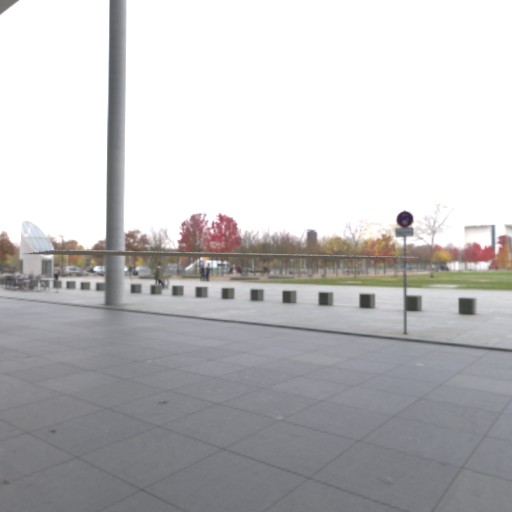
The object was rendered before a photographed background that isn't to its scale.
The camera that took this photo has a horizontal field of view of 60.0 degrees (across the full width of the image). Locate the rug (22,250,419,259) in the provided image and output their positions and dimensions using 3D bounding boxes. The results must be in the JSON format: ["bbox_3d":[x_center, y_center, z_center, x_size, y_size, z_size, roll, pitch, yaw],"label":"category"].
[{"bbox_3d":[0.000,0.000,2.707,2.464,0.005,0.660,1,-2,-37],"label":"rug"}]
